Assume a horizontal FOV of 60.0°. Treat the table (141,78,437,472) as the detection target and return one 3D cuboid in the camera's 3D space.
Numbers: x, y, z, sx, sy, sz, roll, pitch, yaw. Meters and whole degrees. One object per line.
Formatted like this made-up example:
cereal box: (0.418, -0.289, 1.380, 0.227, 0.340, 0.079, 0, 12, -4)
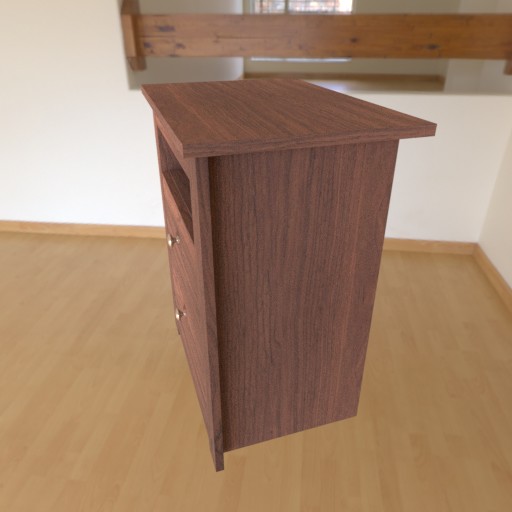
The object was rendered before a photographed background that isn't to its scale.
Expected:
table: (0.000, 0.000, 1.057, 0.406, 0.711, 0.589, -9, 30, -16)
